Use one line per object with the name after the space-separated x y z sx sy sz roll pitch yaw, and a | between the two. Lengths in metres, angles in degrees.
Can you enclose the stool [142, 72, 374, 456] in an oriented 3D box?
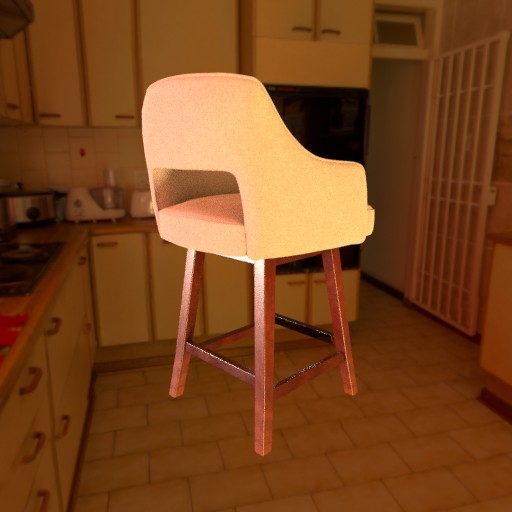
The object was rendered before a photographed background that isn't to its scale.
0.000 0.000 1.306 0.560 0.936 0.550 -13 18 -43 | stool
